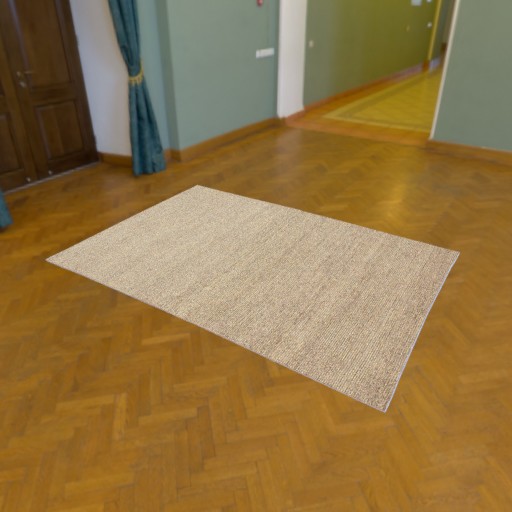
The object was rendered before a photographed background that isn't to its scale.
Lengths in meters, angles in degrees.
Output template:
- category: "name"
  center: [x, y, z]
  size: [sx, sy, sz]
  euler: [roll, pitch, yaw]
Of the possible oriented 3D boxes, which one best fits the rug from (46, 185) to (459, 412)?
- category: "rug"
  center: [0.000, 0.000, 3.016]
  size: [2.342, 0.030, 1.609]
  euler: [18, 35, 28]
